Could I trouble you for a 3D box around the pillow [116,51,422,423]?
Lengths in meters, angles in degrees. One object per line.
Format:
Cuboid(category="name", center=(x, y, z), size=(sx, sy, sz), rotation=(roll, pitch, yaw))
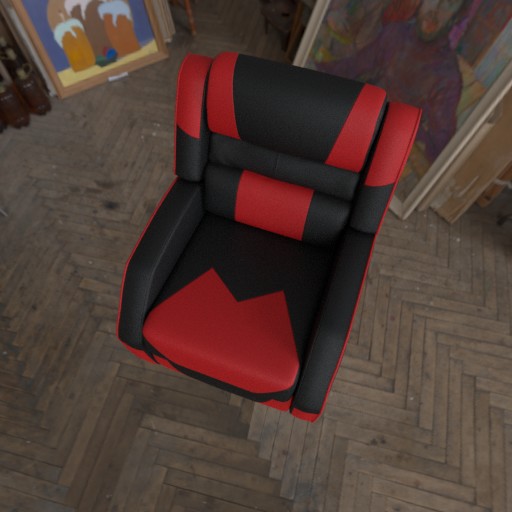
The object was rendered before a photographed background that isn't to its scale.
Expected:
Cuboid(category="pillow", center=(0.000, 0.000, 1.267), size=(0.620, 0.805, 0.672), rotation=(18, 62, 10))
